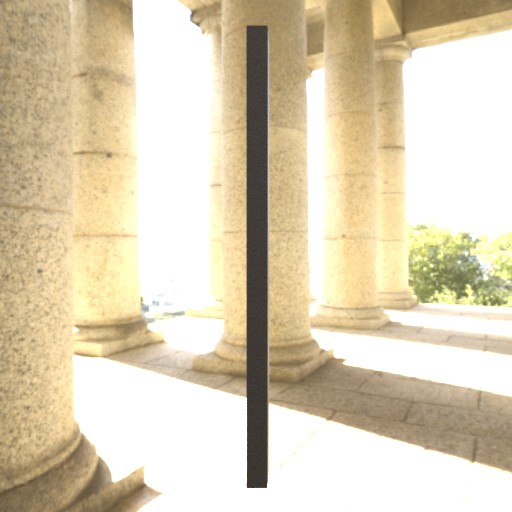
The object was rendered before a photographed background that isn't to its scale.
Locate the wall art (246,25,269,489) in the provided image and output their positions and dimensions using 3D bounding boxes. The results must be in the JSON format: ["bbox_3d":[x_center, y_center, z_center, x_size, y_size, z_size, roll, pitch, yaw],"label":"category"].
[{"bbox_3d":[0.000,0.000,0.762,0.029,0.558,0.458,0,1,-1],"label":"wall art"}]
